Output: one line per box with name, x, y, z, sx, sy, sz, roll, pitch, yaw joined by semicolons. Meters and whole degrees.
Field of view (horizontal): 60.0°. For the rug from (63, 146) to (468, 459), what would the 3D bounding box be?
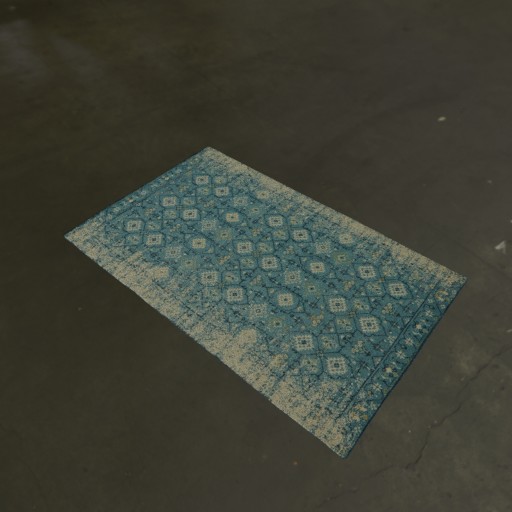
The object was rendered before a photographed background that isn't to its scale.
rug;0.000;0.000;3.108;2.449;0.015;1.530;32;55;26
